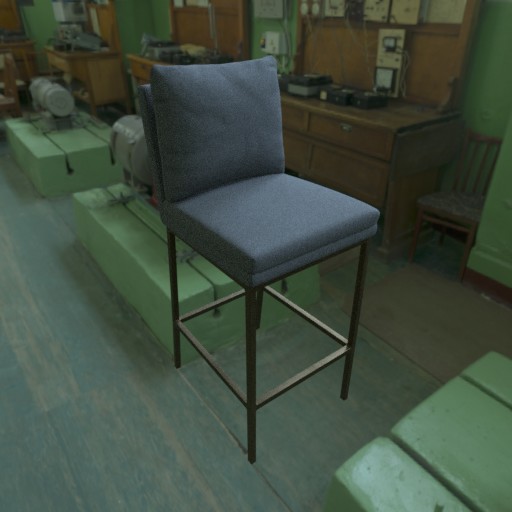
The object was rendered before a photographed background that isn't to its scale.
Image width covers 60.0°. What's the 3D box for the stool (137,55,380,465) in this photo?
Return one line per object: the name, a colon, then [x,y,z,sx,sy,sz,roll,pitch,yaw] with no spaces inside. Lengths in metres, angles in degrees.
stool: [0.000,0.000,1.421,0.463,1.130,0.569,-21,37,-31]
